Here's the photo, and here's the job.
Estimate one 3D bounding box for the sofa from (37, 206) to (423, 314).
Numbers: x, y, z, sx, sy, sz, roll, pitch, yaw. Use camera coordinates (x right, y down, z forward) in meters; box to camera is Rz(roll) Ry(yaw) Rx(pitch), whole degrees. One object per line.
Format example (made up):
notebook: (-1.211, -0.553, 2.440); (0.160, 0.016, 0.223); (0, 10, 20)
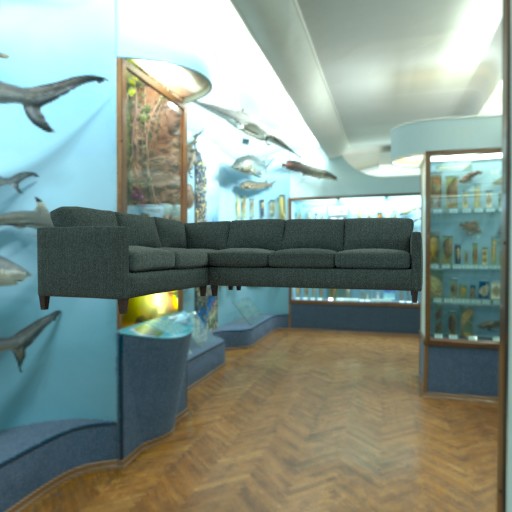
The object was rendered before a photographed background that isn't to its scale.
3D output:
sofa: (0.000, 0.000, 4.611); (3.302, 0.947, 2.593); (0, 1, 18)
